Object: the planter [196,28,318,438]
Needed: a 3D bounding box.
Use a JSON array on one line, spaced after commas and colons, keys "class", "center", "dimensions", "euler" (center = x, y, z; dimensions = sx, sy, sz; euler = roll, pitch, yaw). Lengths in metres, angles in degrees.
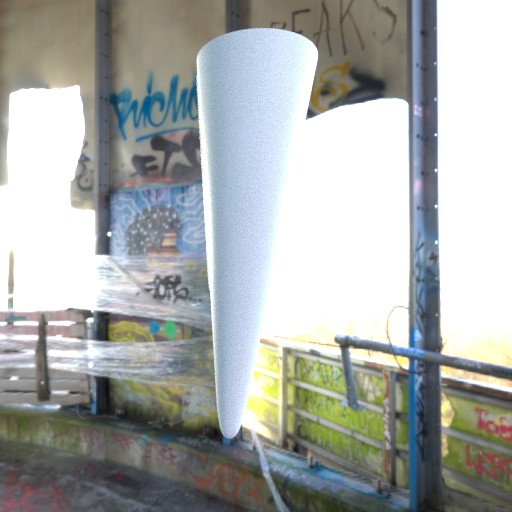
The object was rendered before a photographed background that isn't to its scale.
[{"class": "planter", "center": [0.000, 0.000, 0.218], "dimensions": [0.057, 0.193, 0.064], "euler": [1, -1, -35]}]
